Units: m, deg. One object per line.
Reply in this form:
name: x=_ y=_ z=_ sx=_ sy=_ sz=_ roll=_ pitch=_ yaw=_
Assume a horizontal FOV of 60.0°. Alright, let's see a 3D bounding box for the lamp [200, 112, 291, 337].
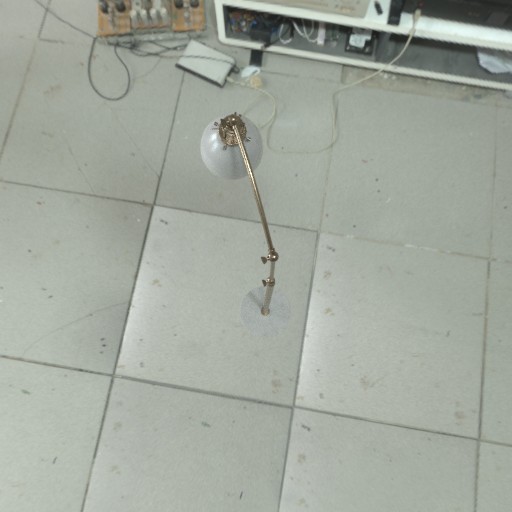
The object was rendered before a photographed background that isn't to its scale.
lamp: x=0.000 y=0.000 z=1.791 sx=0.288 sy=1.586 sz=0.599 roll=-19 pitch=78 yaw=-4
